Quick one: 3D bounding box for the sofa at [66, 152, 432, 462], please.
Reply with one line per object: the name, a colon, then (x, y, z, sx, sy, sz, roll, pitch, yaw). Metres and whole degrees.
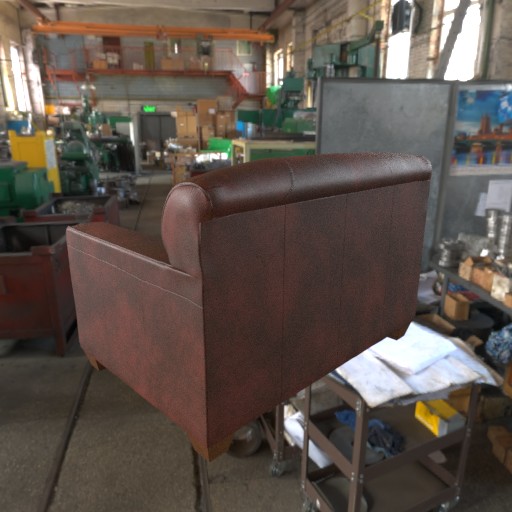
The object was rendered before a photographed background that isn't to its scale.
sofa: (0.000, 0.000, 2.055, 1.413, 0.956, 1.000, -15, 22, -42)
